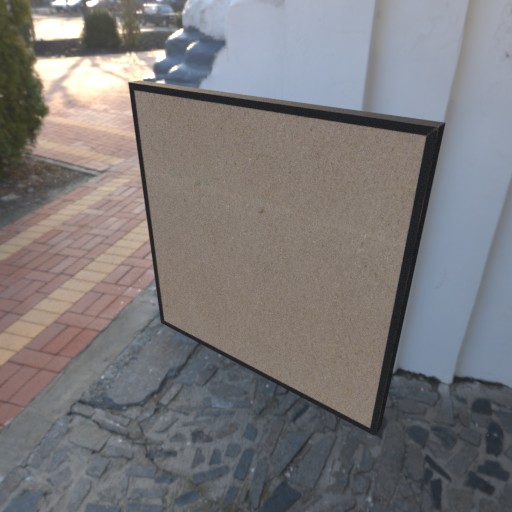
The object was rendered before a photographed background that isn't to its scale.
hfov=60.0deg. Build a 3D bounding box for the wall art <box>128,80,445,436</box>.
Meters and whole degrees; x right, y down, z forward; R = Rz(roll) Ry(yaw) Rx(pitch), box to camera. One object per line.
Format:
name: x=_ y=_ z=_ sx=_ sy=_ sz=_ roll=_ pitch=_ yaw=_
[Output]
wall art: x=0.000 y=0.000 z=1.119 sx=0.762 sy=0.762 sz=0.038 roll=20 pitch=36 yaw=31
